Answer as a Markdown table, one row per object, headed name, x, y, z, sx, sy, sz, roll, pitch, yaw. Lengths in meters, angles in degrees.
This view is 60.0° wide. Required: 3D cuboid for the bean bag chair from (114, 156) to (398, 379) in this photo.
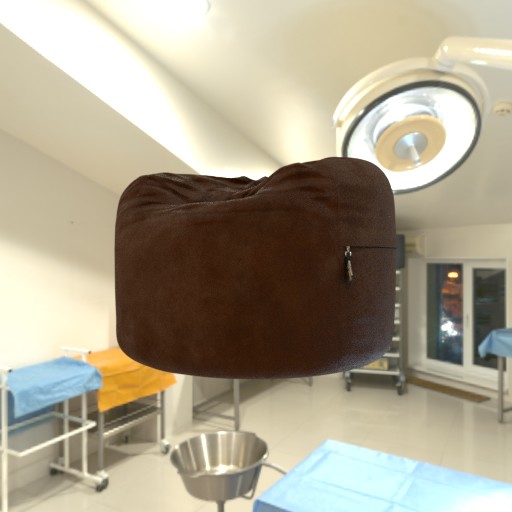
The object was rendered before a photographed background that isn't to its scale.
| name | x | y | z | sx | sy | sz | roll | pitch | yaw |
| --- | --- | --- | --- | --- | --- | --- | --- | --- | --- |
| bean bag chair | 0.000 | 0.000 | 1.505 | 0.918 | 0.616 | 0.918 | 0 | 0 | 0 |
